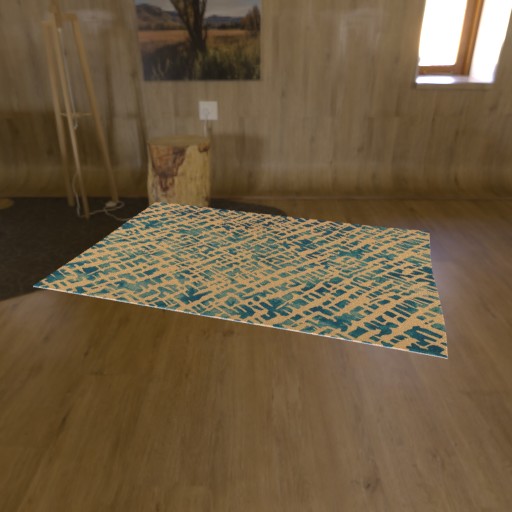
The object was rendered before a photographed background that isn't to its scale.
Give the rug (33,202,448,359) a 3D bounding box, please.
[{"bbox_3d":[0.000,0.000,2.369,1.830,0.011,1.209,8,28,15],"label":"rug"}]
